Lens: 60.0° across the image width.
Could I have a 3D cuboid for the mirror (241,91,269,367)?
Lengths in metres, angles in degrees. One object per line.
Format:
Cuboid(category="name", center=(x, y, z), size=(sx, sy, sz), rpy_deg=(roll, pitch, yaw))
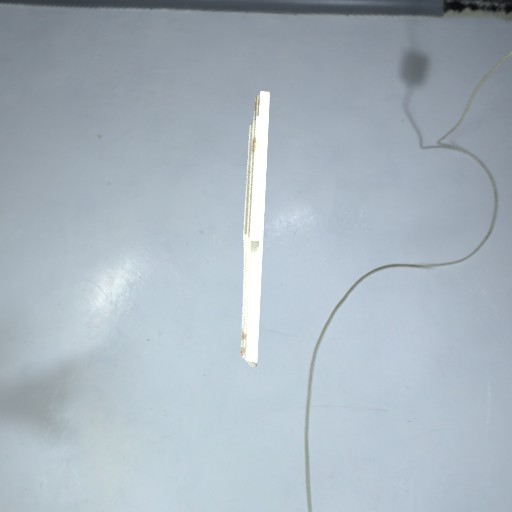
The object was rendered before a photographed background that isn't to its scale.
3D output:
Cuboid(category="mirror", center=(0.000, 0.000, 0.848), size=(0.022, 0.717, 0.403), rpy_deg=(3, 75, 1))
